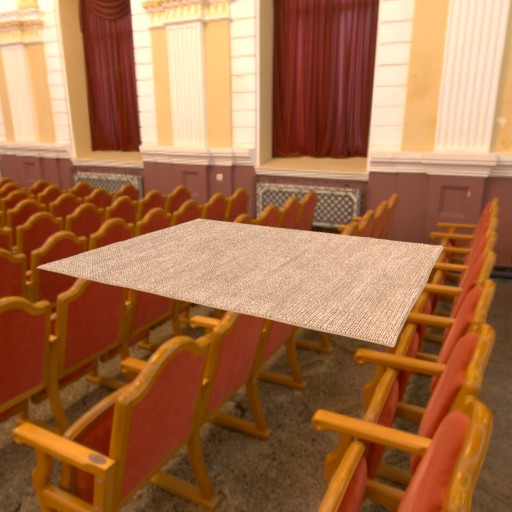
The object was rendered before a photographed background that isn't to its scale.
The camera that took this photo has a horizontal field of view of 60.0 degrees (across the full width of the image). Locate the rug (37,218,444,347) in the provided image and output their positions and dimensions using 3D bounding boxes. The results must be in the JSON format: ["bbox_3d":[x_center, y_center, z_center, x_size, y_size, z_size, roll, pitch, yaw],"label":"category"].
[{"bbox_3d":[0.000,0.000,4.184,3.052,0.030,2.429,9,18,27],"label":"rug"}]
